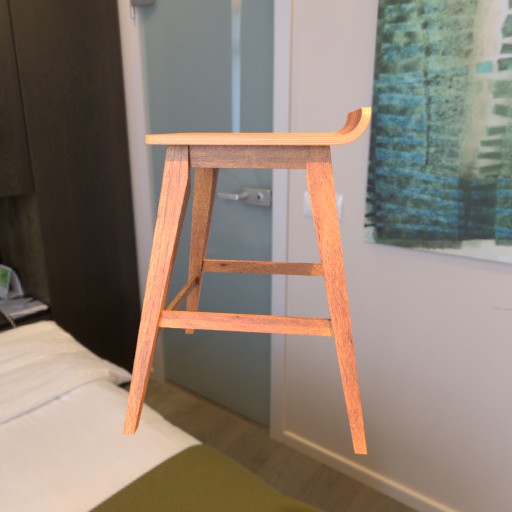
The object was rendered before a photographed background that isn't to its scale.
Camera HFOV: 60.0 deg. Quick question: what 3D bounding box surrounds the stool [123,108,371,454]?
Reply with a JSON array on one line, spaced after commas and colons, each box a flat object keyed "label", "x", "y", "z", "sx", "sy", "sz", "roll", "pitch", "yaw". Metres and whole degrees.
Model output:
[{"label": "stool", "x": 0.000, "y": 0.000, "z": 1.047, "sx": 0.500, "sy": 0.650, "sz": 0.500, "roll": 2, "pitch": 16, "yaw": 7}]
